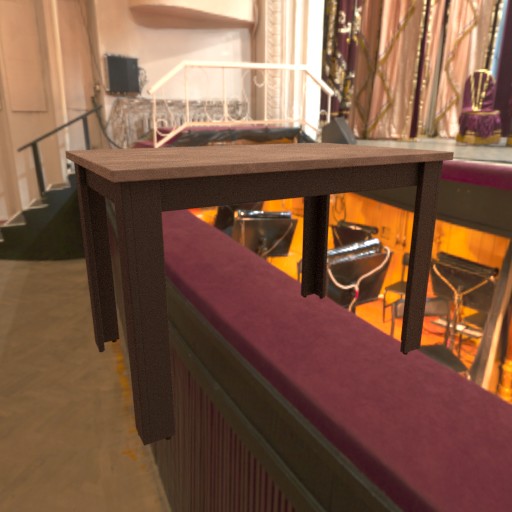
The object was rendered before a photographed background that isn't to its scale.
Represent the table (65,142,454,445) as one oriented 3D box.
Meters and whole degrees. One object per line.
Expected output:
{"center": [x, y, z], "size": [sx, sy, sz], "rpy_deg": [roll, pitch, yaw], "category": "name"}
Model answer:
{"center": [0.000, 0.000, 1.593], "size": [1.100, 0.734, 0.700], "rpy_deg": [-10, 20, -28], "category": "table"}
